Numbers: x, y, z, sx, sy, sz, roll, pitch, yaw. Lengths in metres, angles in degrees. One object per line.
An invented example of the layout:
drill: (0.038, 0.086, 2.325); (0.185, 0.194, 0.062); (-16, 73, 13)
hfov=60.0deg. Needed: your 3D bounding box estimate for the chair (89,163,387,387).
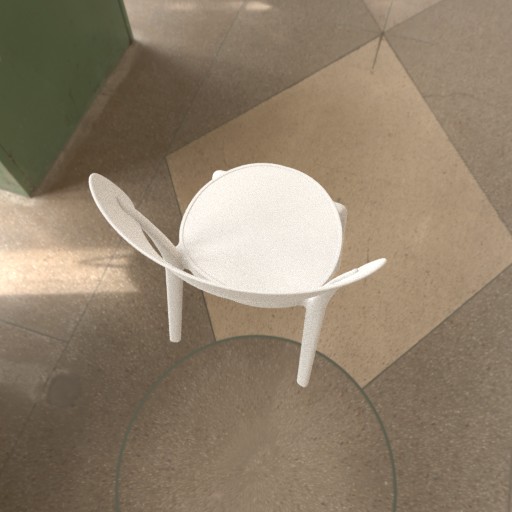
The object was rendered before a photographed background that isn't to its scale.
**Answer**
chair: (0.000, 0.000, 1.105); (0.506, 0.790, 0.491); (17, 65, 8)
